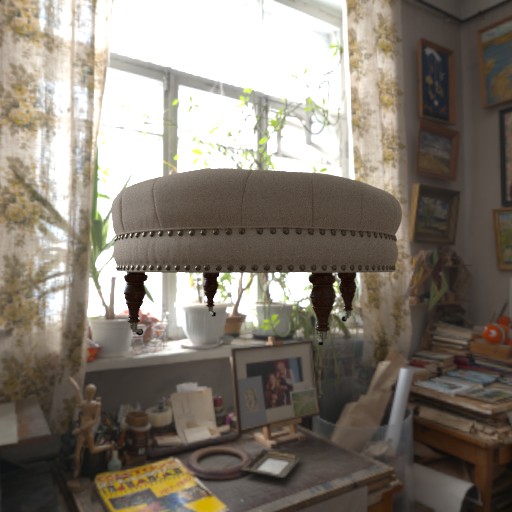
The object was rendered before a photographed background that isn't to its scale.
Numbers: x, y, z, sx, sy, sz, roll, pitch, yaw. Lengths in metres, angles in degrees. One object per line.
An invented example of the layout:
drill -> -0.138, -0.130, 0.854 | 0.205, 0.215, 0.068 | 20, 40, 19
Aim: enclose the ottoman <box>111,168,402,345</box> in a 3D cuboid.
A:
ottoman -> 0.000, 0.000, 1.500 | 0.940, 0.483, 0.940 | 0, -2, 0
